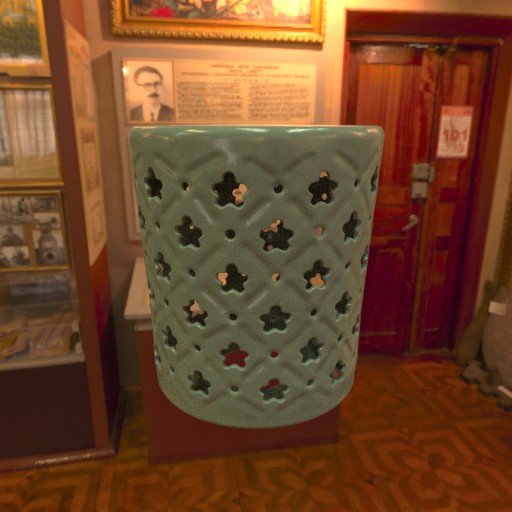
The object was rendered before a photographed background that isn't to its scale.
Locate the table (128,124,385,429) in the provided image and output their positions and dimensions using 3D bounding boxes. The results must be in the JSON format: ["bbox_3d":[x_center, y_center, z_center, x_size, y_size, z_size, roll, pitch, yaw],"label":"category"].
[{"bbox_3d":[0.000,0.000,0.678,0.352,0.387,0.352,0,16,0],"label":"table"}]
